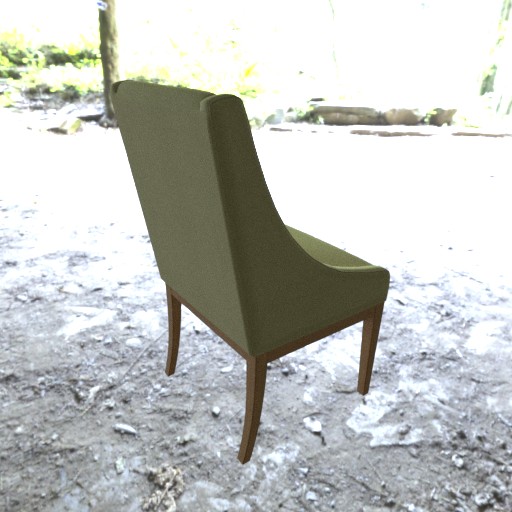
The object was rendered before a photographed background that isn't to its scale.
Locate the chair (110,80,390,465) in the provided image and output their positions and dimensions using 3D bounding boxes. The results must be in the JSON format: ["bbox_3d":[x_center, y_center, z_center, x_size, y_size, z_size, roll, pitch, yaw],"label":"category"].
[{"bbox_3d":[0.000,0.000,1.381,0.611,1.021,0.575,-18,31,-33],"label":"chair"}]
